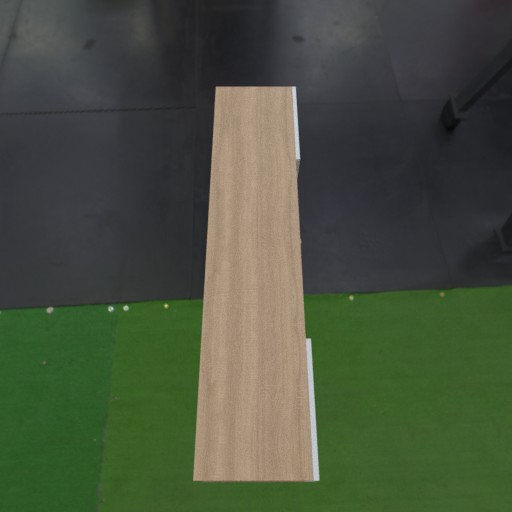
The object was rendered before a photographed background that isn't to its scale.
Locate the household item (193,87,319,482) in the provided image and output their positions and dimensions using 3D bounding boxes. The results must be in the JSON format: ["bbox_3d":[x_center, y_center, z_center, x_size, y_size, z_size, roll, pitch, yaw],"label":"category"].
[{"bbox_3d":[0.000,0.000,2.041,0.420,0.310,1.850,0,62,0],"label":"household item"}]
